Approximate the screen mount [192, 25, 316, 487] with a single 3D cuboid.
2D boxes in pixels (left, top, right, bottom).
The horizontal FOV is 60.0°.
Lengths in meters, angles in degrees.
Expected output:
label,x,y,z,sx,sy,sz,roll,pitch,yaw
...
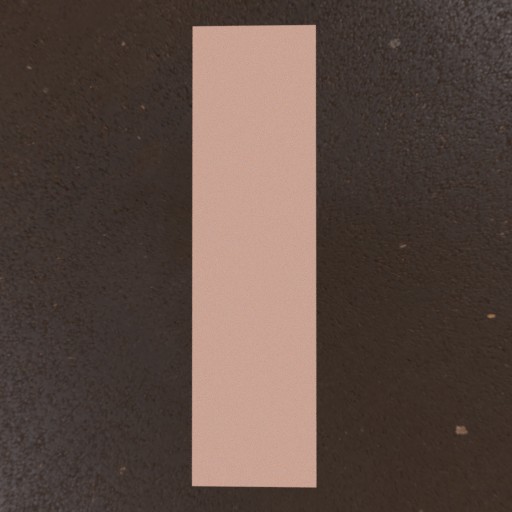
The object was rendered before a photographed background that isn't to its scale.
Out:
label,x,y,z,sx,sy,sz,roll,pitch,yaw
screen mount,0.000,0.000,1.742,0.400,0.619,1.490,0,89,1
